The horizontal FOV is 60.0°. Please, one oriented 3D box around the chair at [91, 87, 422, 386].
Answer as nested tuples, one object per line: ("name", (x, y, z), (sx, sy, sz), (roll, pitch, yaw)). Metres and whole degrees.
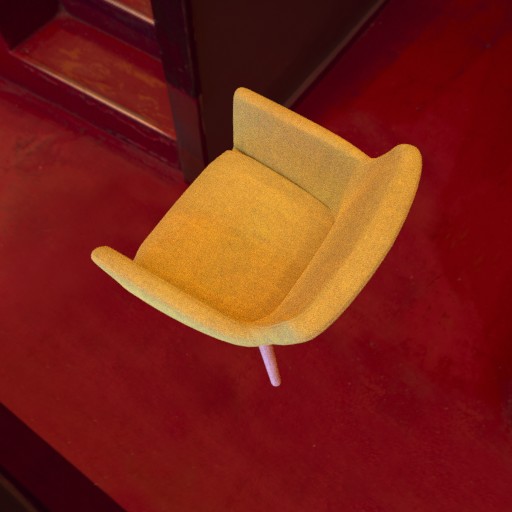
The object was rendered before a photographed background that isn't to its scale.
("chair", (0.000, 0.000, 1.183), (0.570, 0.780, 0.570), (30, 69, 13))
